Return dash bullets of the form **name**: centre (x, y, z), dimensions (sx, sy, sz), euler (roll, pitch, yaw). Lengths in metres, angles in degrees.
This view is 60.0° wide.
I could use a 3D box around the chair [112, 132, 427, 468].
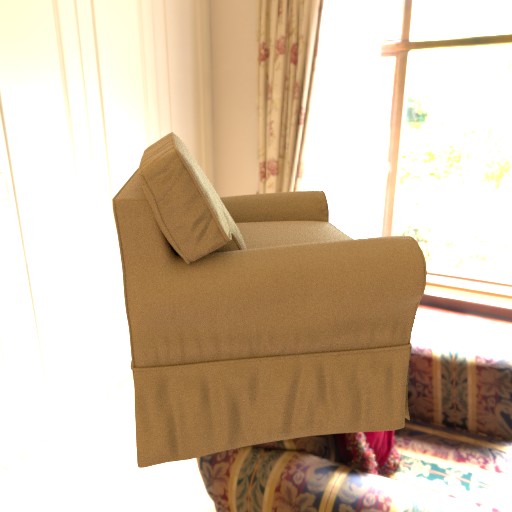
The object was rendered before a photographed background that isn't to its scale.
- **chair**: centre (0.000, 0.000, 1.741), dimensions (0.903, 0.937, 1.096), euler (-3, 18, -9)
